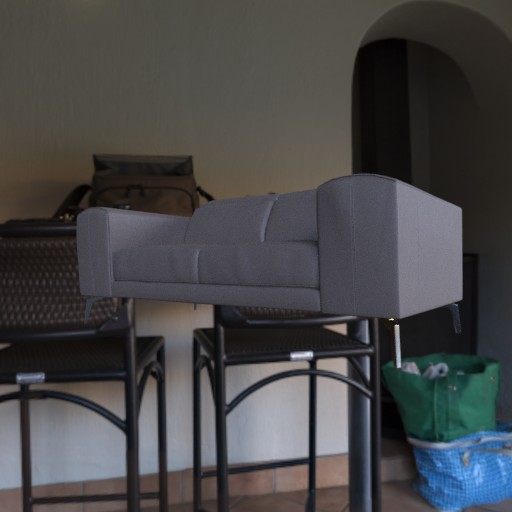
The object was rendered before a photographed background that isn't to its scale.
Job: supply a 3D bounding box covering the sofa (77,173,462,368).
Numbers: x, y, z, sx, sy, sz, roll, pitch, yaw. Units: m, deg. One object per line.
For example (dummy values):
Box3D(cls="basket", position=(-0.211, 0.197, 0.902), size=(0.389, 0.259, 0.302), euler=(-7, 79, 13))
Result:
Box3D(cls="sofa", position=(0.000, 0.000, 2.391), size=(1.895, 0.779, 1.003), euler=(-1, -1, 36))
